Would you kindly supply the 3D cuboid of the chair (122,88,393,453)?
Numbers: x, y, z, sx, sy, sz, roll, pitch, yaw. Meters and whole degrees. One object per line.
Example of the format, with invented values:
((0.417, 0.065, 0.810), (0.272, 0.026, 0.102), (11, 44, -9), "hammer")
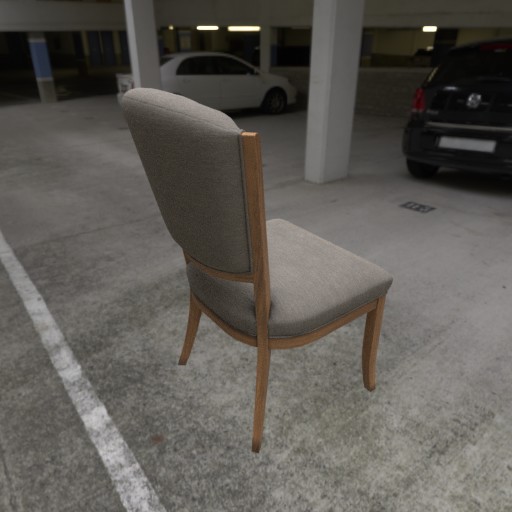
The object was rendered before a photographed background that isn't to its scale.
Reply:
((0.000, 0.000, 1.228), (0.584, 0.905, 0.513), (-19, 33, -32), "chair")
